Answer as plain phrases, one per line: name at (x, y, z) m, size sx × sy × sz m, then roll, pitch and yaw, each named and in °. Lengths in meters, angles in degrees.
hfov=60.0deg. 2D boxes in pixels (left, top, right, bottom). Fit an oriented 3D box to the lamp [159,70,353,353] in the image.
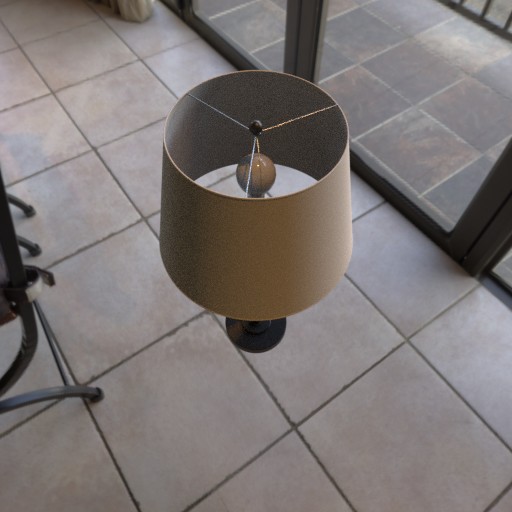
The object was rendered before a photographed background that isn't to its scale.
lamp at (0.000, 0.000, 0.908) m, size 0.363 × 0.696 × 0.363 m, roll 0°, pitch 58°, yaw 0°
